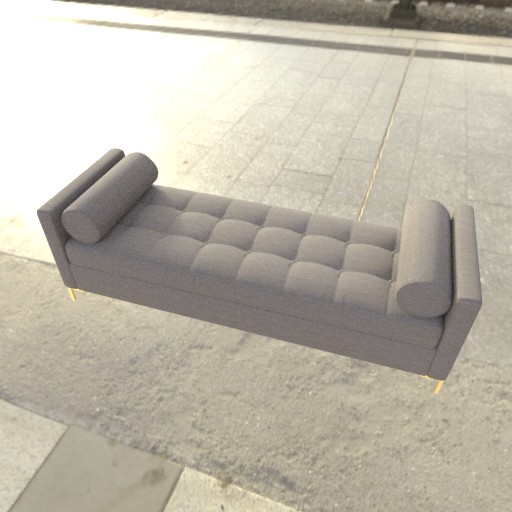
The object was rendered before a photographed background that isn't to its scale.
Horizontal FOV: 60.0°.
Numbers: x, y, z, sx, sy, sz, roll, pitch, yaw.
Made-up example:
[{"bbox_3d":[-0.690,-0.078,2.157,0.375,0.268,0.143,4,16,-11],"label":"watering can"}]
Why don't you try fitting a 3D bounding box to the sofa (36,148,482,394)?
[{"bbox_3d":[0.000,0.000,2.302,1.981,0.635,0.686,12,42,13],"label":"sofa"}]
